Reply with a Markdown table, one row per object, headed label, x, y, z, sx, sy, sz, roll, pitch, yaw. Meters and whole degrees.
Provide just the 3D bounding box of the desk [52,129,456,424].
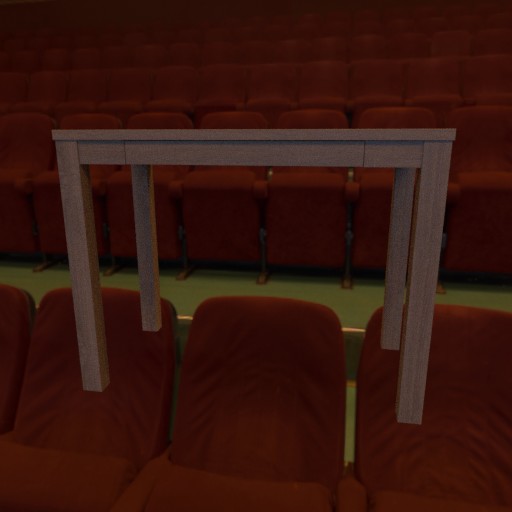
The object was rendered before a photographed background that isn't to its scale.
| label | x | y | z | sx | sy | sz | roll | pitch | yaw |
| --- | --- | --- | --- | --- | --- | --- | --- | --- | --- |
| desk | 0.000 | 0.000 | 1.402 | 0.991 | 0.762 | 0.495 | 3 | 15 | 10 |
